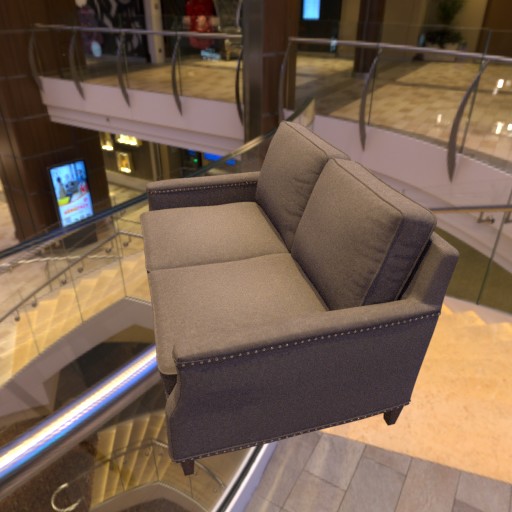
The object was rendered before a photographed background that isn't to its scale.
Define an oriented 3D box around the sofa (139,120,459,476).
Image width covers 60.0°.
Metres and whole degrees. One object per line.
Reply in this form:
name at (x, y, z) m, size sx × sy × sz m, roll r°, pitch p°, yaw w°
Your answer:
sofa at (0.000, 0.000, 2.210) m, size 1.084 × 1.003 × 1.597 m, roll -8°, pitch 31°, yaw -13°
